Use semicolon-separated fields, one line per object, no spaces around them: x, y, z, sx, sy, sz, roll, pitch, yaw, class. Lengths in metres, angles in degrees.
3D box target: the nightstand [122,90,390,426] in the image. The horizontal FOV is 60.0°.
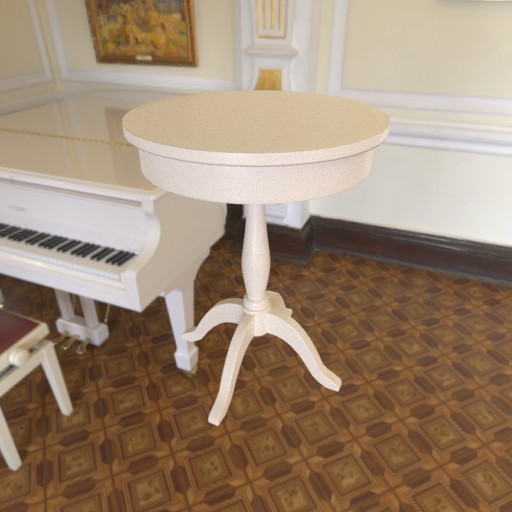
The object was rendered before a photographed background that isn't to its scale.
0.000;0.000;1.039;0.513;0.653;0.513;19;35;29;nightstand
